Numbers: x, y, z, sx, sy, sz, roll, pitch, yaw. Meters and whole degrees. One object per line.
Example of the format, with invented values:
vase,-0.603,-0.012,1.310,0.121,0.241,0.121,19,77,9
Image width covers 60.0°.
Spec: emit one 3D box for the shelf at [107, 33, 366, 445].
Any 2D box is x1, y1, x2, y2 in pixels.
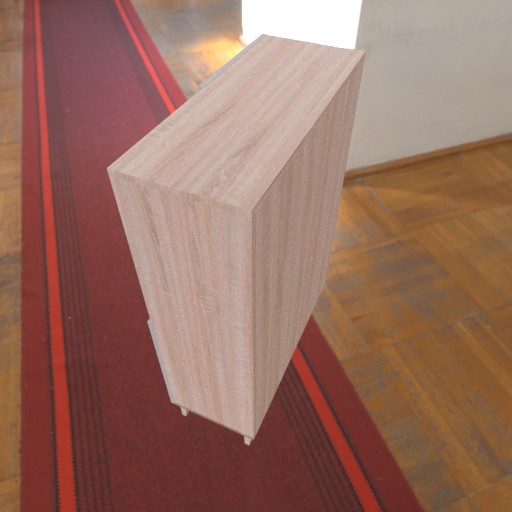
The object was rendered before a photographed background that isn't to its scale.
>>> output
shelf,0.000,0.000,1.870,0.434,1.405,0.995,18,48,17
